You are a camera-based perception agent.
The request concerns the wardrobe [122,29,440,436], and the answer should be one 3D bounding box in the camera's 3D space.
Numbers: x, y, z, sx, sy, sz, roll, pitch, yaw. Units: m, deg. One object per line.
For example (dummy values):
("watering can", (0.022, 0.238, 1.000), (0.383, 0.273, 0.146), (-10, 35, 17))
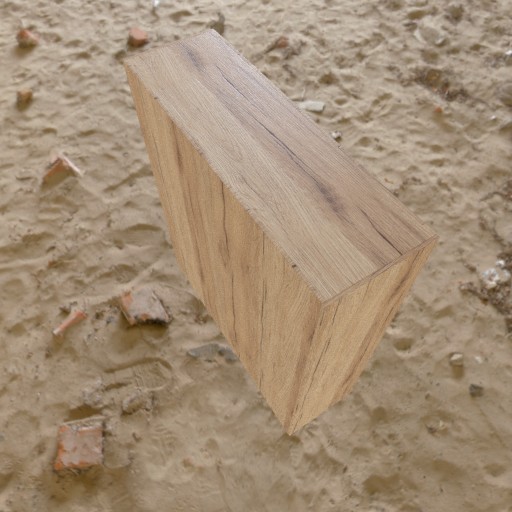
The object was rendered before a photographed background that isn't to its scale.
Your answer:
("wardrobe", (0.000, 0.000, 2.950), (0.580, 2.070, 1.810), (-28, 61, -18))
